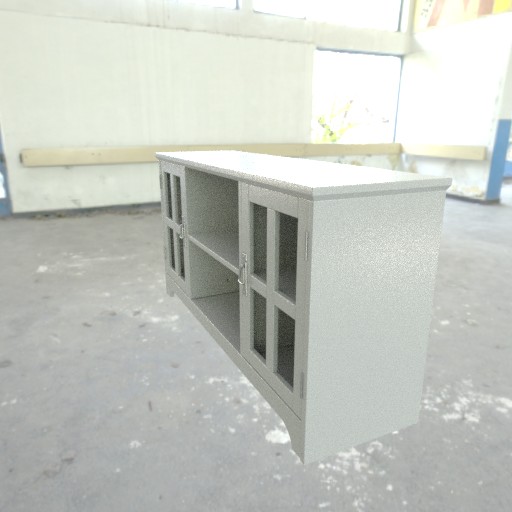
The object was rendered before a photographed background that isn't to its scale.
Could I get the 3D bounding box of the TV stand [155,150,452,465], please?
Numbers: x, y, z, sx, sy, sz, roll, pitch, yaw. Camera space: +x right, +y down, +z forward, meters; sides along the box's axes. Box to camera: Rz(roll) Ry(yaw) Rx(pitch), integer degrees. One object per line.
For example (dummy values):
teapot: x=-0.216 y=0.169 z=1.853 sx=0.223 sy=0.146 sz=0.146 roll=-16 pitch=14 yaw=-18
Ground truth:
TV stand: x=0.000 y=0.000 z=1.438 sx=0.344 sy=0.603 sz=1.167 roll=-8 pitch=18 yaw=-25
